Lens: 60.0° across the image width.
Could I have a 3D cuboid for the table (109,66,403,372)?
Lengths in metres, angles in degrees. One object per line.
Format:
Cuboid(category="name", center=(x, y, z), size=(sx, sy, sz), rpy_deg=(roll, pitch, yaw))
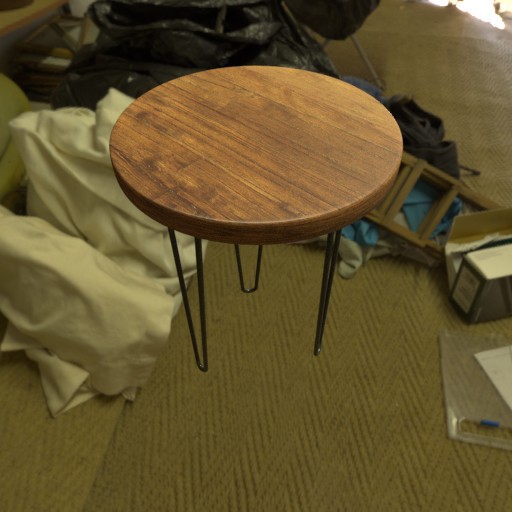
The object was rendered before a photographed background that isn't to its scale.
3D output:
Cuboid(category="table", center=(0.000, 0.000, 0.803), size=(0.400, 0.520, 0.400), rpy_deg=(0, 46, 0))
